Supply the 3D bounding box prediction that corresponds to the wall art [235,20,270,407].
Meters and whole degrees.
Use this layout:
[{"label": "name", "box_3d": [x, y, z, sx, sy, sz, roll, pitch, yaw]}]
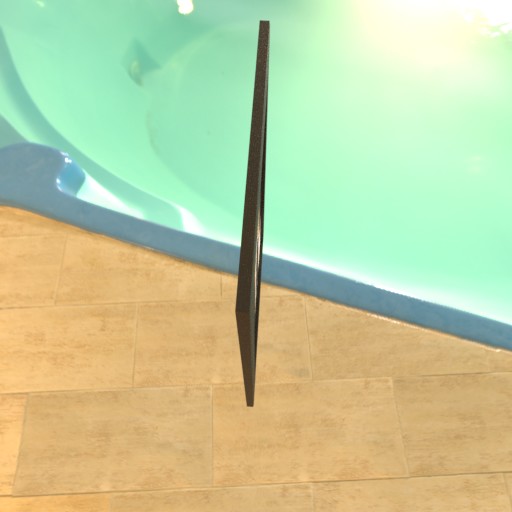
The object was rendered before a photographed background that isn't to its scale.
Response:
[{"label": "wall art", "box_3d": [0.000, 0.000, 0.662, 0.013, 0.508, 0.359, 3, 63, 2]}]
